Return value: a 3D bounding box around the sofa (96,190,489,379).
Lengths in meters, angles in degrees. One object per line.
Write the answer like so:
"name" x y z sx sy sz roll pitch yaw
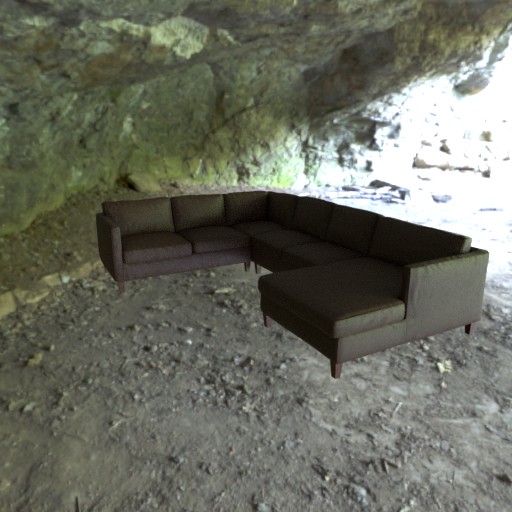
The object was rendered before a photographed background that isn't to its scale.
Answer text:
"sofa" 0.000 0.000 4.570 2.593 0.923 3.460 -9 18 -28
